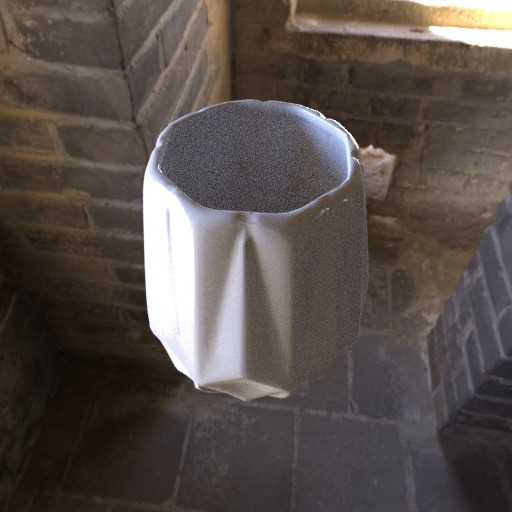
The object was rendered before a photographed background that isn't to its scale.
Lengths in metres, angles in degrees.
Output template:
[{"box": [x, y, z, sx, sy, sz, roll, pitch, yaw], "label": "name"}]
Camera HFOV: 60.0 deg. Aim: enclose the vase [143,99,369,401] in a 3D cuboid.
[{"box": [0.000, 0.000, 0.268, 0.141, 0.152, 0.141, 0, 47, 0], "label": "vase"}]
